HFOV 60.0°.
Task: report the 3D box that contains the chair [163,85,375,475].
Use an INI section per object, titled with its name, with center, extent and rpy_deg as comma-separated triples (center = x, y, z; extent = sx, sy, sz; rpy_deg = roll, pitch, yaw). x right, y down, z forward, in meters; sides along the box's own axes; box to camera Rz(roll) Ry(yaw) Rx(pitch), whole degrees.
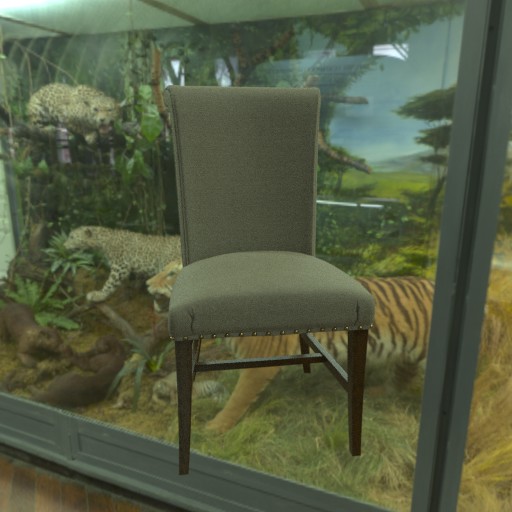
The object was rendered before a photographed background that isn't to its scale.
[chair]
center = 0.000, 0.000, 1.302
extent = 0.513, 0.988, 0.608
rpy_deg = -2, 15, -8
